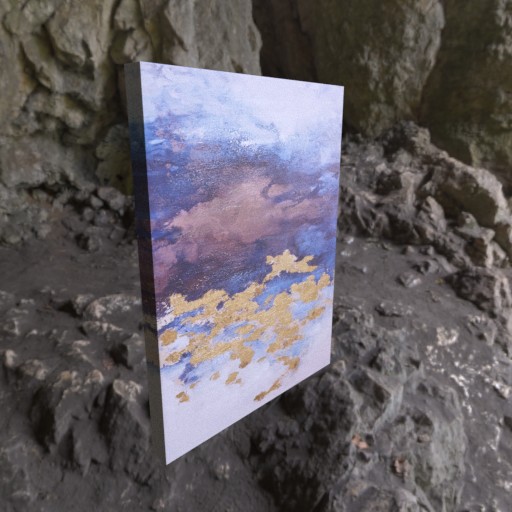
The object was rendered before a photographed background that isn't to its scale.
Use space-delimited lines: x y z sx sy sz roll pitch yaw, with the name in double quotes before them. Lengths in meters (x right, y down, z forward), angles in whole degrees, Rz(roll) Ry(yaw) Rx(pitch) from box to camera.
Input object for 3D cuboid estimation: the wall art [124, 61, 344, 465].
"wall art" 0.000 0.000 0.772 0.036 0.581 0.437 15 21 42
